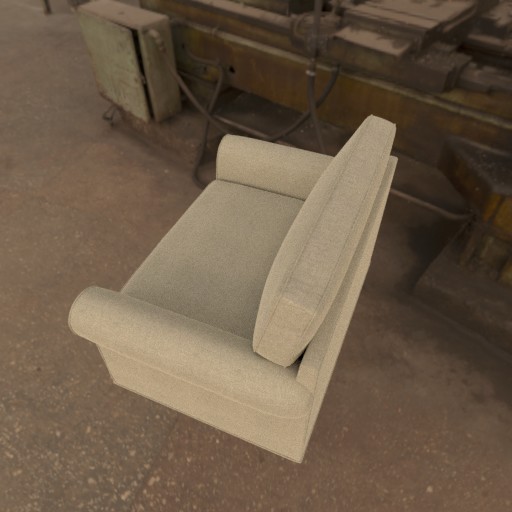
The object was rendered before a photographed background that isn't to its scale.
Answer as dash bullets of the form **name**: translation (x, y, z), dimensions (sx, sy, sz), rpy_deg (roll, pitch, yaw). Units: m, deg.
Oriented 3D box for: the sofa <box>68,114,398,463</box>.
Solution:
- **sofa**: translation (0.000, 0.000, 2.023), dimensions (0.936, 0.991, 1.405), rpy_deg (17, 48, 16)
